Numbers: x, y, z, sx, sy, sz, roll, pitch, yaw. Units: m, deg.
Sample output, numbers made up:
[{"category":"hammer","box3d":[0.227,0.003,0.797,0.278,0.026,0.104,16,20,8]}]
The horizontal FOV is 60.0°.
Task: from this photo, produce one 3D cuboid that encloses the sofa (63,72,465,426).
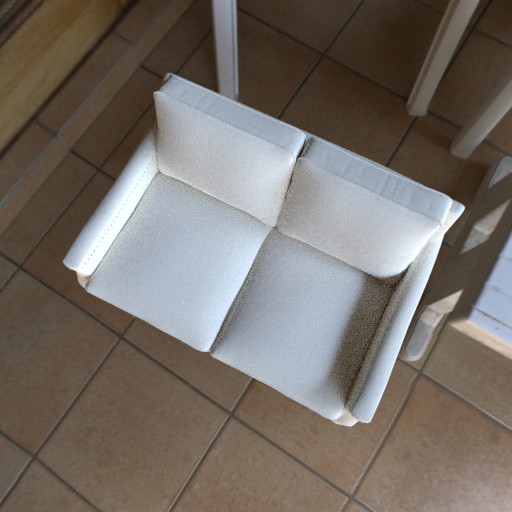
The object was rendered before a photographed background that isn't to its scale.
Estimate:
[{"category":"sofa","box3d":[0.000,0.000,2.224,1.597,1.003,1.084,26,77,7]}]
